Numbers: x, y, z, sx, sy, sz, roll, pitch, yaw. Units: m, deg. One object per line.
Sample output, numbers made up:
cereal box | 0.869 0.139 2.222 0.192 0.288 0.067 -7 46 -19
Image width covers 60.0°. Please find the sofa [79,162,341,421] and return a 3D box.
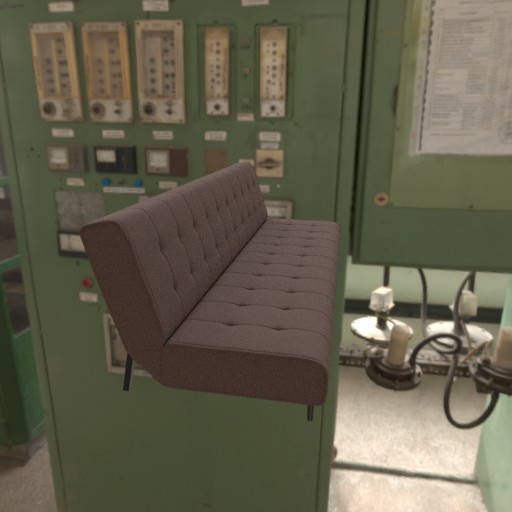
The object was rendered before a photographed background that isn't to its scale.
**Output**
sofa | 0.000 0.000 2.046 0.747 0.699 1.703 3 18 11
